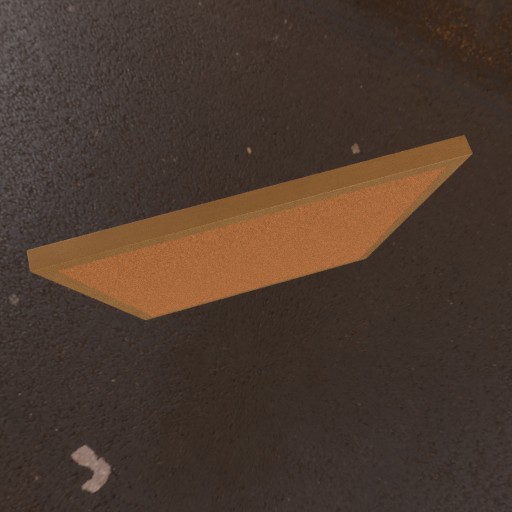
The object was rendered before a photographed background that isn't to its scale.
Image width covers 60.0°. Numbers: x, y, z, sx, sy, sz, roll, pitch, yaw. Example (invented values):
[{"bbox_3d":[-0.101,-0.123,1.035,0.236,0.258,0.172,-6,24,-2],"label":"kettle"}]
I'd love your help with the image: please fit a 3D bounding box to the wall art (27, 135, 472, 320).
[{"bbox_3d":[0.000,0.000,1.109,0.763,0.763,0.037,-15,76,-4],"label":"wall art"}]
